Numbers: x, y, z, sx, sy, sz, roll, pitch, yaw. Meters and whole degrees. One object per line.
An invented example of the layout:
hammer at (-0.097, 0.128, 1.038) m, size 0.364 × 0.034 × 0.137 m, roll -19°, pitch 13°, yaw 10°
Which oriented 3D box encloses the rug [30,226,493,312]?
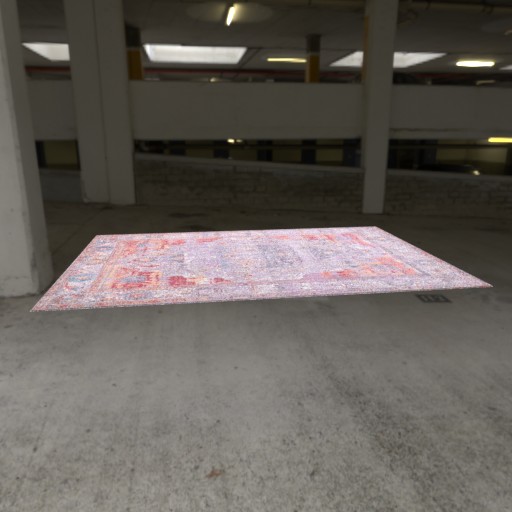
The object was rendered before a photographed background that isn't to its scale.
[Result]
rug at (0.000, 0.000, 2.307) m, size 1.829 × 0.005 × 1.219 m, roll -2°, pitch 16°, yaw -8°
